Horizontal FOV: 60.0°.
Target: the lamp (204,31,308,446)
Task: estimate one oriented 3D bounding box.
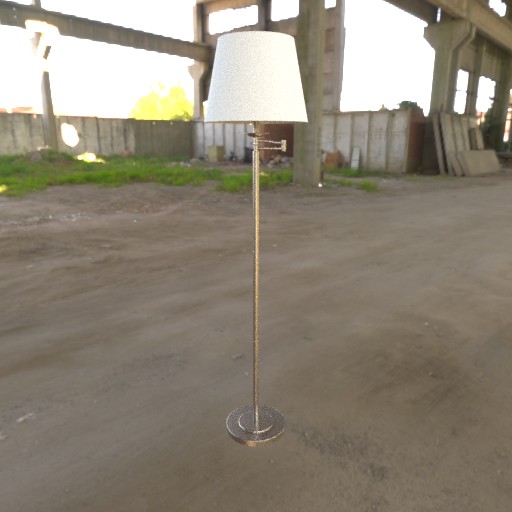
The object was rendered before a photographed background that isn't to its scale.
[{"bbox_3d":[0.000,0.000,1.651,0.355,1.473,0.355,0,15,0],"label":"lamp"}]
